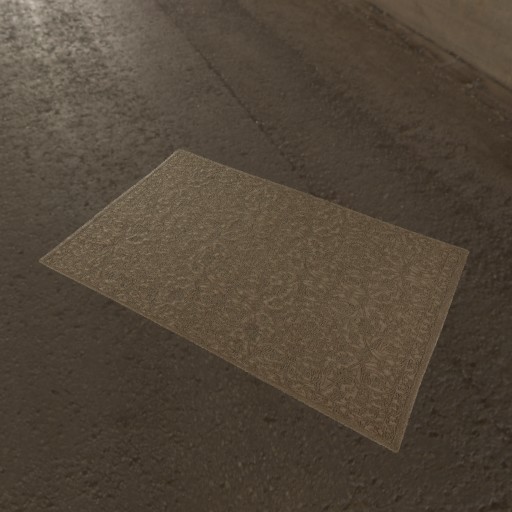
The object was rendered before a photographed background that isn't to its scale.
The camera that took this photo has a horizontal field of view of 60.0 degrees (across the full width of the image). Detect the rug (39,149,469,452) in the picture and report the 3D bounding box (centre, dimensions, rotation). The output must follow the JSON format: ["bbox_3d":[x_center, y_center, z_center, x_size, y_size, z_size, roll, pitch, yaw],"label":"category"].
[{"bbox_3d":[0.000,0.000,2.950,2.435,0.012,1.529,23,51,20],"label":"rug"}]
